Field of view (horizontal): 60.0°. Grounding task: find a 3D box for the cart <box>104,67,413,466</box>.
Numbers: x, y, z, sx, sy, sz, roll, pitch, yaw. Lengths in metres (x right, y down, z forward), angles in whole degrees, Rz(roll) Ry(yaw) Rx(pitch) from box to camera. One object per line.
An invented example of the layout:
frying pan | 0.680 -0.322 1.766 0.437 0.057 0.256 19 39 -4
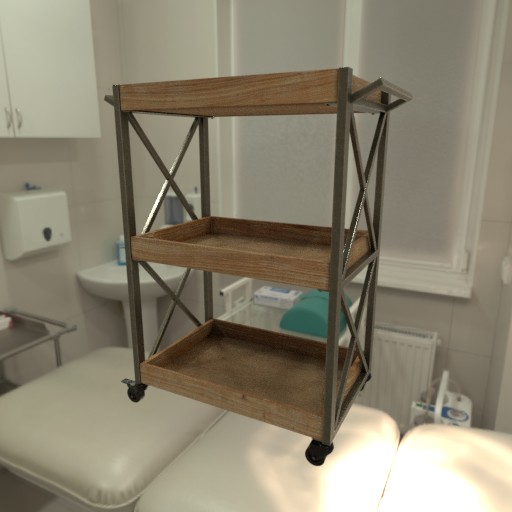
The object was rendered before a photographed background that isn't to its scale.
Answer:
cart | 0.000 0.000 1.161 0.673 0.835 0.377 8 17 27
